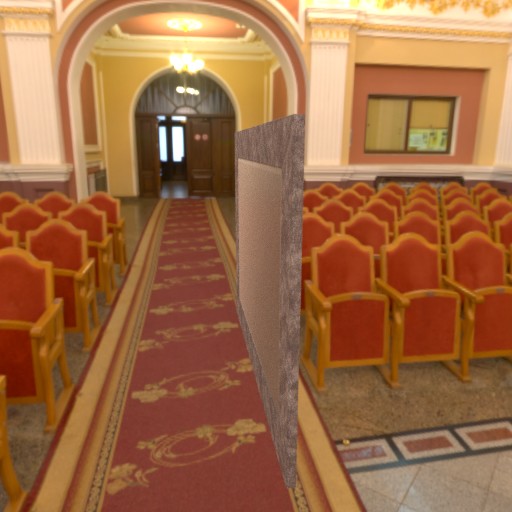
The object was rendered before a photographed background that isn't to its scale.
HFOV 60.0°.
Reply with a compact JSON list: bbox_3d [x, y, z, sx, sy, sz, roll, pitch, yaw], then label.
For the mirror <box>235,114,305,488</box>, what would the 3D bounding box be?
[{"bbox_3d":[0.000,0.000,1.422,0.022,0.795,1.101,-2,14,-8],"label":"mirror"}]
